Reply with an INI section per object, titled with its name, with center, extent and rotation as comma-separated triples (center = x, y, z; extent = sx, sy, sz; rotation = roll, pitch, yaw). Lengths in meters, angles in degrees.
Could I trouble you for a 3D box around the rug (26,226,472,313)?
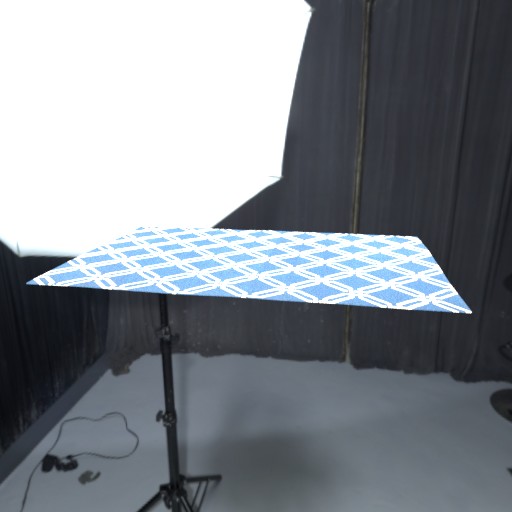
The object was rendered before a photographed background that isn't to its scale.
[rug]
center = 0.000, 0.000, 2.234
extent = 1.755, 0.010, 1.153
rotation = 3, 16, 10
